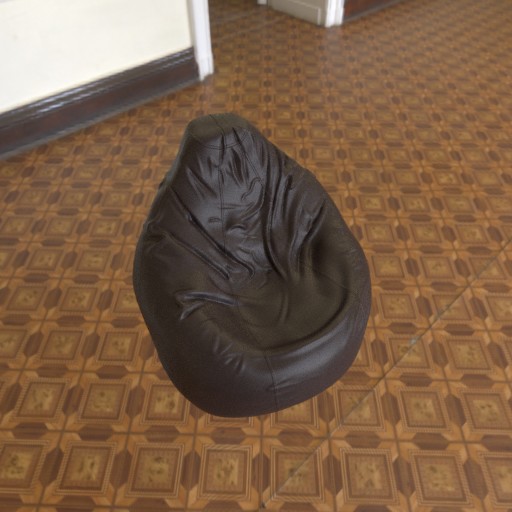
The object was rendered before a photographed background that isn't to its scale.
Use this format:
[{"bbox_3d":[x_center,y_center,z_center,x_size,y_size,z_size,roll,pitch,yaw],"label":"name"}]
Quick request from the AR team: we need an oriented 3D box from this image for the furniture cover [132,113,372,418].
[{"bbox_3d":[0.000,0.000,1.930,1.070,0.990,1.070,-23,51,-21],"label":"furniture cover"}]
